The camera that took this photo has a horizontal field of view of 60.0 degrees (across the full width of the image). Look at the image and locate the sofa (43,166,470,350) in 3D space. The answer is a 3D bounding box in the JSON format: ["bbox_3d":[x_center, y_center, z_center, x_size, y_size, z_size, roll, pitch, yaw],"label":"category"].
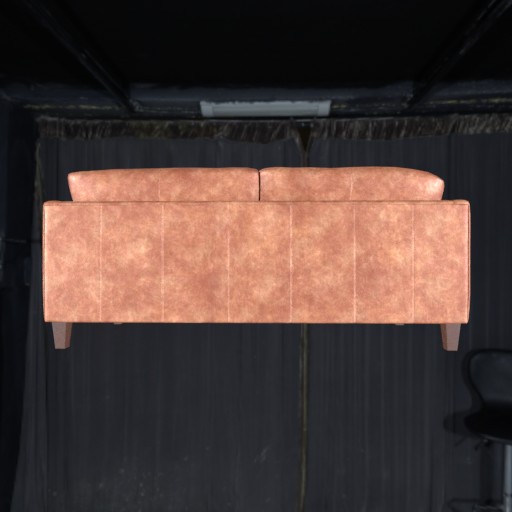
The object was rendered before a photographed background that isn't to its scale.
[{"bbox_3d":[0.000,0.000,2.463,1.971,0.863,0.923,0,-1,1],"label":"sofa"}]
